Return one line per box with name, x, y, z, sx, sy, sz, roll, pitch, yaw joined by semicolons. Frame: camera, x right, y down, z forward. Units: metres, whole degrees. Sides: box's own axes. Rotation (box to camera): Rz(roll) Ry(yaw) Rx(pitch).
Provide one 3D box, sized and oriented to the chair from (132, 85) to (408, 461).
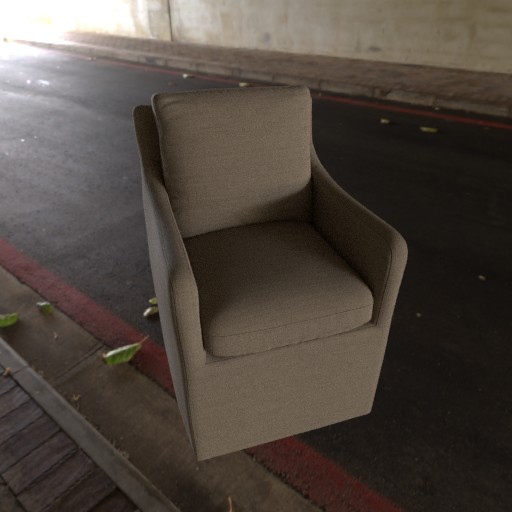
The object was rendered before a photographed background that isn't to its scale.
chair;0.000;0.000;1.372;0.626;0.914;0.694;-9;32;-15
